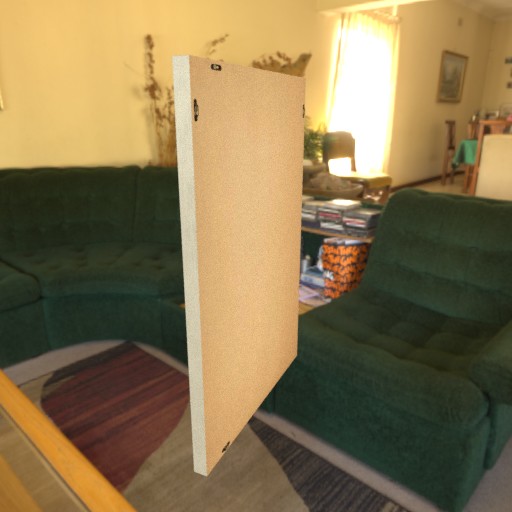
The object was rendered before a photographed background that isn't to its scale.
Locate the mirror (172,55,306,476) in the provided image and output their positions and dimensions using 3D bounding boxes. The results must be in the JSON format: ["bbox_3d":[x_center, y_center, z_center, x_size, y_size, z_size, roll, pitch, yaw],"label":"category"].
[{"bbox_3d":[0.000,0.000,1.176,0.041,0.915,0.609,8,20,24],"label":"mirror"}]
